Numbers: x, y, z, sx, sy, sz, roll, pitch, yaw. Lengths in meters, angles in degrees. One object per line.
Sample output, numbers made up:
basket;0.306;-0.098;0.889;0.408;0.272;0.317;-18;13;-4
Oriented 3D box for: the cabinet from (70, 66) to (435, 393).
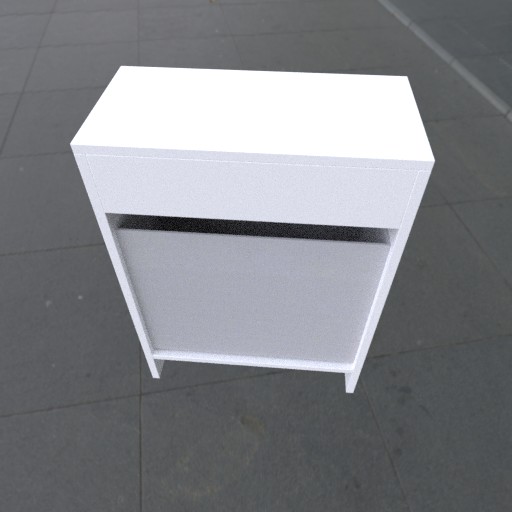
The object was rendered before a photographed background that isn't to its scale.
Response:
cabinet;0.000;0.000;1.121;0.600;0.815;0.296;3;47;3
